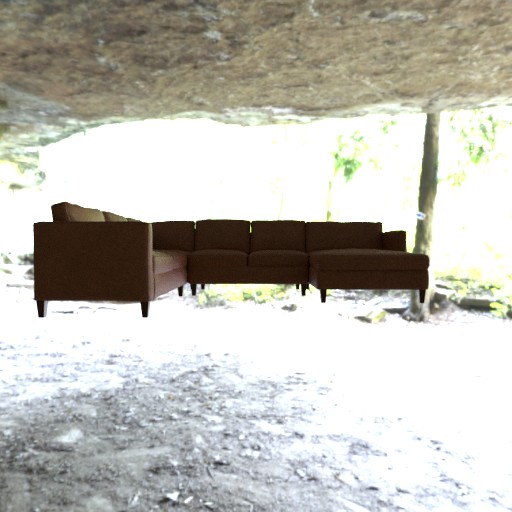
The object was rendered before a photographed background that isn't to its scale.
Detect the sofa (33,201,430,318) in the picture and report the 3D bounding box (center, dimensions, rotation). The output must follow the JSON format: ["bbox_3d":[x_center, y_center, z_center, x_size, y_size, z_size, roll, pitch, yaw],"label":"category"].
[{"bbox_3d":[0.000,0.000,4.655,3.460,0.923,2.593,0,1,0],"label":"sofa"}]
